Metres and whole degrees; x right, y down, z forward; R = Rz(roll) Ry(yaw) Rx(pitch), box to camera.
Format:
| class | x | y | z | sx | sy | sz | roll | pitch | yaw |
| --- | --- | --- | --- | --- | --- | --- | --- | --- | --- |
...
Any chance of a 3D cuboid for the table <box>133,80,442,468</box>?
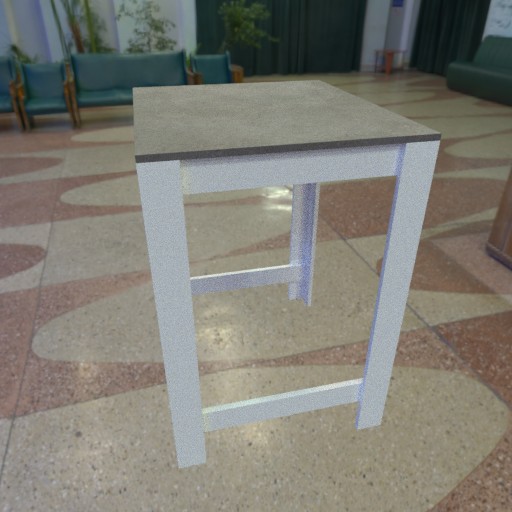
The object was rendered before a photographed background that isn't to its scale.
| class | x | y | z | sx | sy | sz | roll | pitch | yaw |
| --- | --- | --- | --- | --- | --- | --- | --- | --- | --- |
| table | 0.000 | 0.000 | 1.558 | 0.700 | 1.020 | 0.800 | -7 | 31 | -12 |
